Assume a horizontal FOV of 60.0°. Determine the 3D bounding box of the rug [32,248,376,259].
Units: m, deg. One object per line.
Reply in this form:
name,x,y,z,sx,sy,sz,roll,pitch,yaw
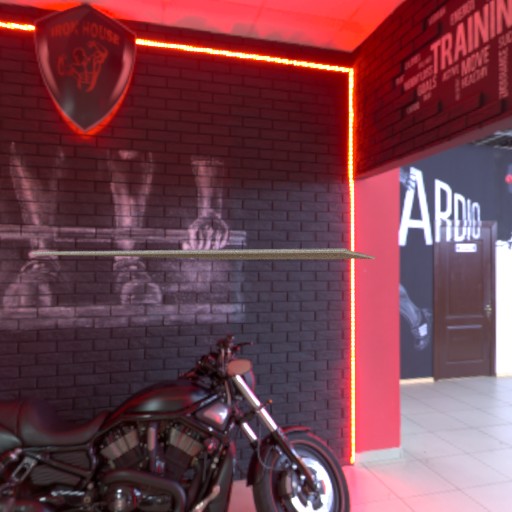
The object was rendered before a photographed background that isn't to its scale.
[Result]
rug,0.000,0.000,3.133,1.535,0.022,2.498,0,-1,17
